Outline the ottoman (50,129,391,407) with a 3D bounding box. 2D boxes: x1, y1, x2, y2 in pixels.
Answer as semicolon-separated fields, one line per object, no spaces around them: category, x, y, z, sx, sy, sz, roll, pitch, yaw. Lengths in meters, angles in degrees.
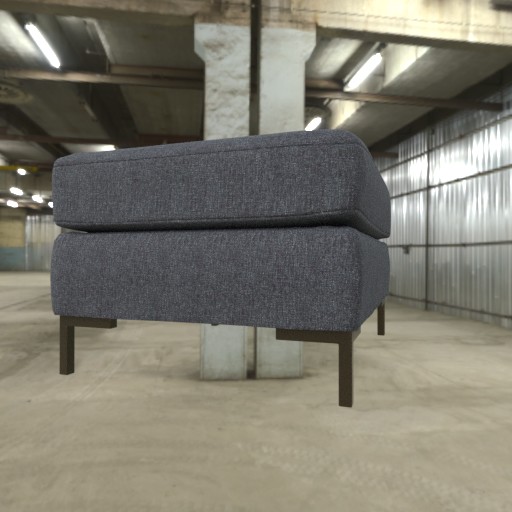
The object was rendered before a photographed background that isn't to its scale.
ottoman;0.000;0.000;1.253;0.695;0.533;0.831;0;0;20
